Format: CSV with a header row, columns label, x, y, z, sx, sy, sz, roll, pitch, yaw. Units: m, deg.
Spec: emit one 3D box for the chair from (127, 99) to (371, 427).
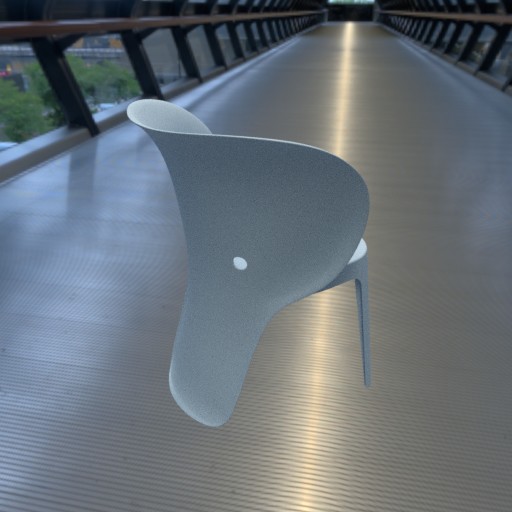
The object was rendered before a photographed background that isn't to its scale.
label,x,y,z,sx,sy,sz,roll,pitch,yaw
chair,0.000,0.000,0.855,0.402,0.554,0.451,-18,33,-30
